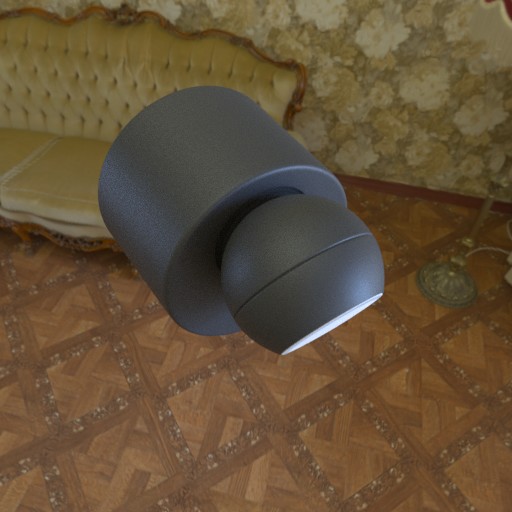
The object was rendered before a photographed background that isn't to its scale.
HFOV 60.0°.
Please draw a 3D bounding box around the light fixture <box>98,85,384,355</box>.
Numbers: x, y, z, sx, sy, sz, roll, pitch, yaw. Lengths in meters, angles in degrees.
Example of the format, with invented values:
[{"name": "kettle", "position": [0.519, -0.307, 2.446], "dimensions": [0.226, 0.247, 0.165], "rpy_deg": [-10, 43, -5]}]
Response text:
[{"name": "light fixture", "position": [0.000, 0.000, 0.265], "dimensions": [0.134, 0.143, 0.160], "rpy_deg": [-24, 51, -22]}]
